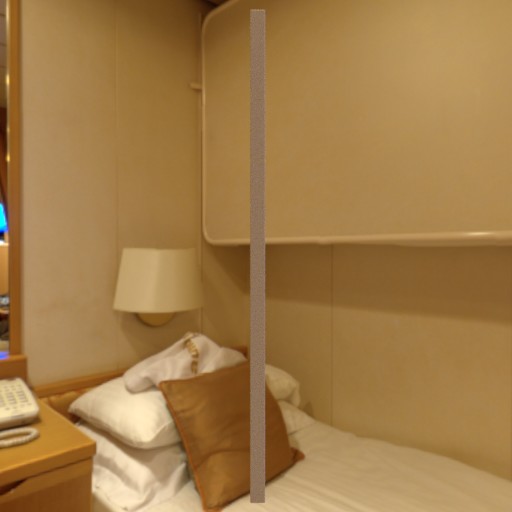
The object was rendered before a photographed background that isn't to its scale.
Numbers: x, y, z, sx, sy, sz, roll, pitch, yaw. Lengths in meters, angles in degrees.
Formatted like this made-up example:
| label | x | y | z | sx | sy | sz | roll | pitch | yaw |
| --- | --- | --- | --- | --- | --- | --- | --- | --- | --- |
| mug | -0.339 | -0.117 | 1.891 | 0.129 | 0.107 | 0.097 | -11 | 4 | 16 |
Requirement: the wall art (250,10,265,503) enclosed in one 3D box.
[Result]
| label | x | y | z | sx | sy | sz | roll | pitch | yaw |
| --- | --- | --- | --- | --- | --- | --- | --- | --- | --- |
| wall art | 0.000 | 0.000 | 0.540 | 0.013 | 0.433 | 0.303 | 0 | 1 | -1 |
